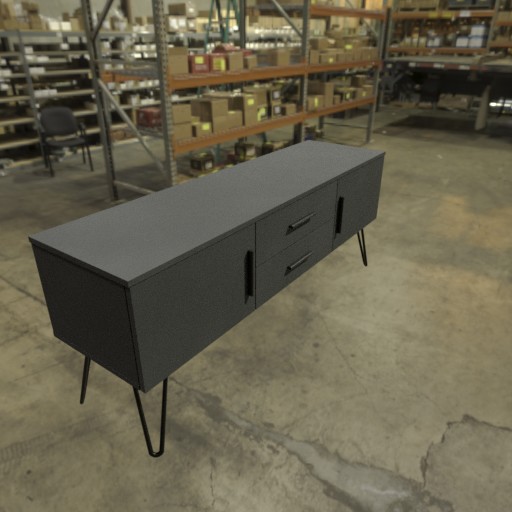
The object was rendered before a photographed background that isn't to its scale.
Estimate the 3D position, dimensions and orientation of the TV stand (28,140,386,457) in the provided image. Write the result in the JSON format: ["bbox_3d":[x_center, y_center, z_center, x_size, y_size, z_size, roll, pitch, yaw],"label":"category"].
[{"bbox_3d":[0.000,0.000,1.642,0.400,0.560,1.400,18,32,32],"label":"TV stand"}]
